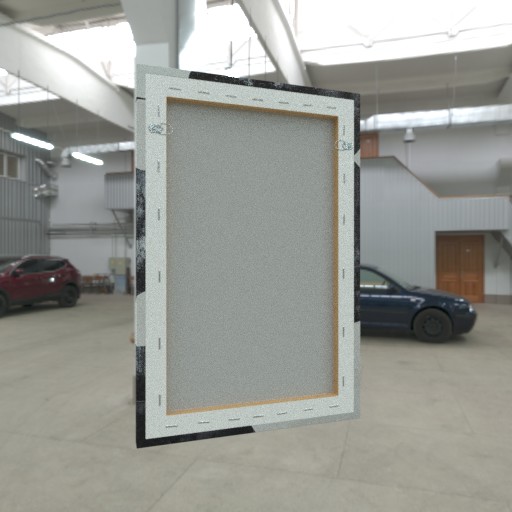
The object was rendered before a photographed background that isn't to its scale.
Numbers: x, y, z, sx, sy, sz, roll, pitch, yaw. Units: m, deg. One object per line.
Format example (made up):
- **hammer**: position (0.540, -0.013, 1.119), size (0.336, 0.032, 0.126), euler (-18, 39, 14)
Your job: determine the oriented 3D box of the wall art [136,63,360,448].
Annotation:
- **wall art**: position (0.000, 0.000, 1.166), size (0.610, 0.915, 0.041), euler (0, 0, -19)
